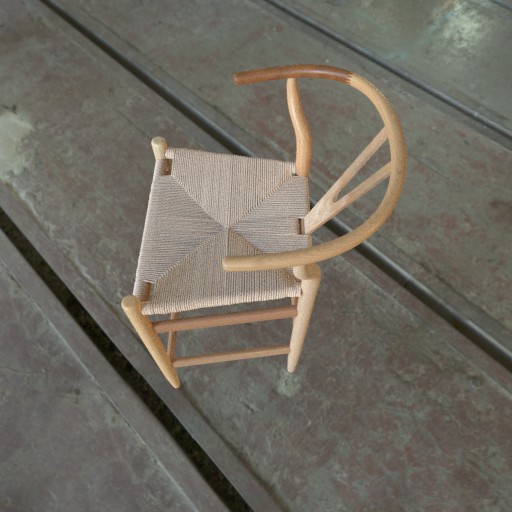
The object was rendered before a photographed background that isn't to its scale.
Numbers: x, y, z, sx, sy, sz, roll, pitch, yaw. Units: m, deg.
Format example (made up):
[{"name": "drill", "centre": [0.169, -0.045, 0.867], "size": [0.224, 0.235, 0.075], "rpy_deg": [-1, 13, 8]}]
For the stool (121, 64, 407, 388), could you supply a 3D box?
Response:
[{"name": "stool", "centre": [0.000, 0.000, 1.247], "size": [0.575, 0.923, 0.536], "rpy_deg": [1, 59, 0]}]
